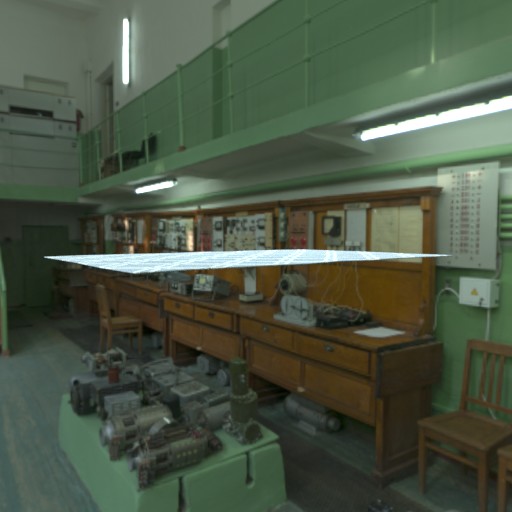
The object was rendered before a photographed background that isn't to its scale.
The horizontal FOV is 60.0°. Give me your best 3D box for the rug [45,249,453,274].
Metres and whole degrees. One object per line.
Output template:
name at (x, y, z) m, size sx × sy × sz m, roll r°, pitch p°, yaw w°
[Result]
rug at (0.000, 0.000, 2.248) m, size 1.754 × 0.010 × 1.148 m, roll -2°, pitch 3°, yaw -37°
